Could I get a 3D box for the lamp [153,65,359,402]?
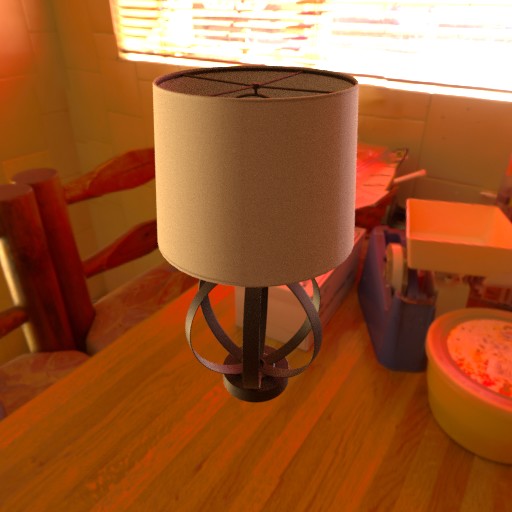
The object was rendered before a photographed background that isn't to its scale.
[{"bbox_3d":[0.000,0.000,0.679,0.286,0.510,0.286,0,30,0],"label":"lamp"}]
